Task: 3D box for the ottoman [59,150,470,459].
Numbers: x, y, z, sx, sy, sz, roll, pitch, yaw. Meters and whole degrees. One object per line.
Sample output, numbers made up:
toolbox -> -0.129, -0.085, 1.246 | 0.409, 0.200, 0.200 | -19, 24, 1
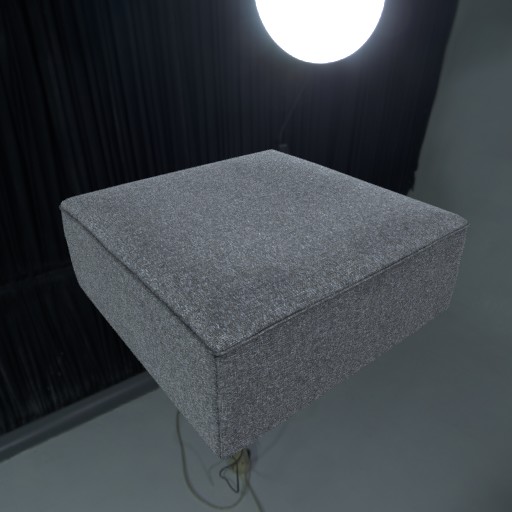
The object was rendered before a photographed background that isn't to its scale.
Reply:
ottoman -> 0.000, 0.000, 1.583 | 1.021, 0.423, 1.017 | -21, 36, -32
